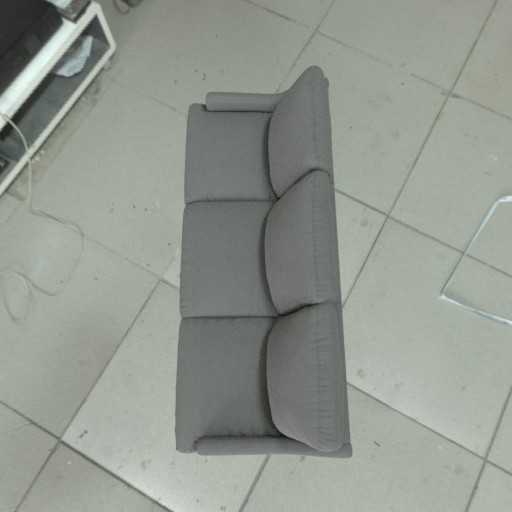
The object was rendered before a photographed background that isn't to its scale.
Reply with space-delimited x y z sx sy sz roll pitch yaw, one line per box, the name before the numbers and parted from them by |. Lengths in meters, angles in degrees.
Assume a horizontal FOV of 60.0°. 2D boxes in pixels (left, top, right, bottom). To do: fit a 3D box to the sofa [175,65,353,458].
sofa | 0.000 0.000 2.831 0.987 0.926 2.344 0 74 0
